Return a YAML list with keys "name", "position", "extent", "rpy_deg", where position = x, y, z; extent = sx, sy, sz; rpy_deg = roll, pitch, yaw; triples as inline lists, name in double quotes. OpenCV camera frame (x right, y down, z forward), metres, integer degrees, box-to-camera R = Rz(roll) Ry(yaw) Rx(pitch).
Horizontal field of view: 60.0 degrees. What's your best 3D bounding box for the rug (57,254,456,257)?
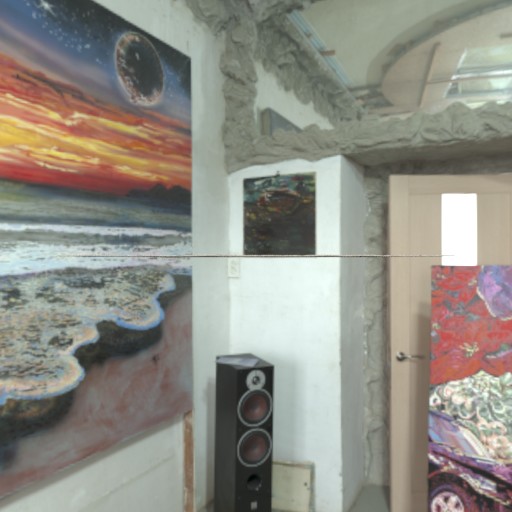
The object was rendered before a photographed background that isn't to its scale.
- name: "rug"
  position: [0.000, 0.000, 4.221]
  extent: [2.468, 0.022, 3.061]
  rpy_deg: [0, 0, 0]
